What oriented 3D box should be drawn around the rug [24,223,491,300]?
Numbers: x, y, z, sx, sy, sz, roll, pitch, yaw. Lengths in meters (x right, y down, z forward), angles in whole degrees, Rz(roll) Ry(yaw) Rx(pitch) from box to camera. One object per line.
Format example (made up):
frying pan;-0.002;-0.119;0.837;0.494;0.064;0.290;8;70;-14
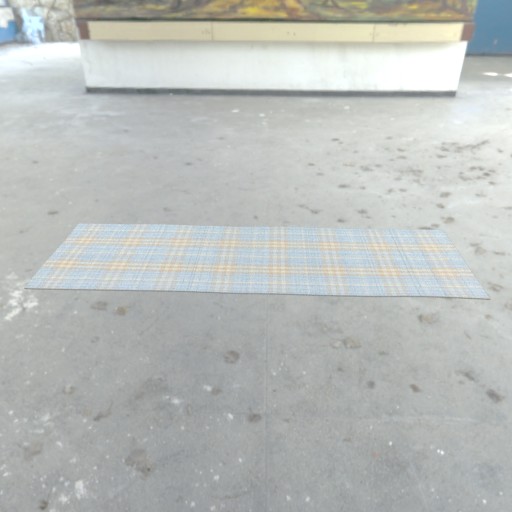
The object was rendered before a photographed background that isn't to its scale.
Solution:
rug;0.000;0.000;2.639;2.439;0.013;0.762;1;31;2
